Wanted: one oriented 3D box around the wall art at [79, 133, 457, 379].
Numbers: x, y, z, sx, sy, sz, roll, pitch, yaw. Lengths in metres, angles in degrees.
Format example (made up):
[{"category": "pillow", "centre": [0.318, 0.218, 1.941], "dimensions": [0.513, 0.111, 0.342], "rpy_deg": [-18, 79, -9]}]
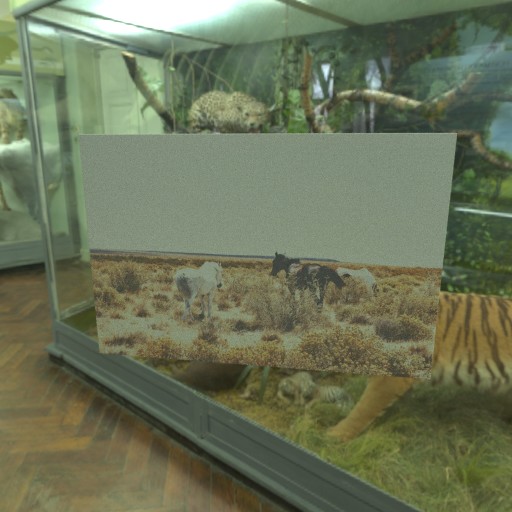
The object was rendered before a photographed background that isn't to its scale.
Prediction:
[{"category": "wall art", "centre": [0.000, 0.000, 1.913], "dimensions": [1.520, 1.016, 0.051], "rpy_deg": [2, 15, 9]}]
